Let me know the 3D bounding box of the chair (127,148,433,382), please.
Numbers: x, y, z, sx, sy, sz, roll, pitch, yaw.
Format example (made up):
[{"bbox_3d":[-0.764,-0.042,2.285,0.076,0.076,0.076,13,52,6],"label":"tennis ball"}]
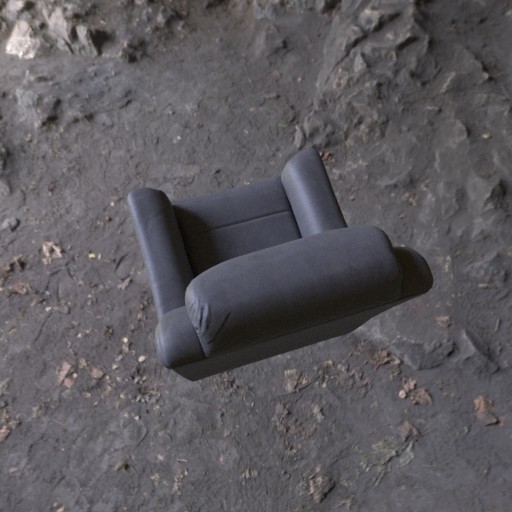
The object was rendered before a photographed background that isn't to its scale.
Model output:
[{"bbox_3d":[0.000,0.000,1.929,0.967,1.116,1.068,-15,60,-9],"label":"chair"}]
